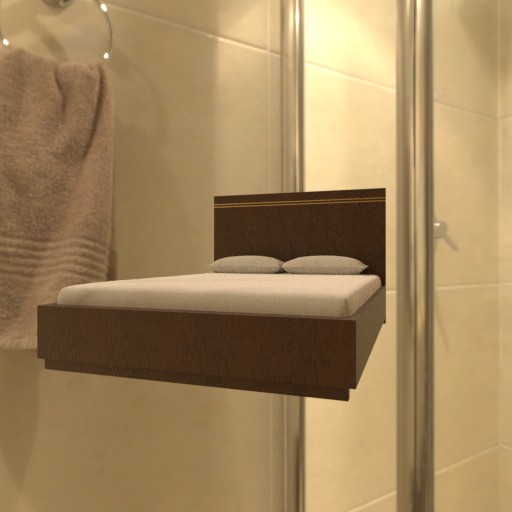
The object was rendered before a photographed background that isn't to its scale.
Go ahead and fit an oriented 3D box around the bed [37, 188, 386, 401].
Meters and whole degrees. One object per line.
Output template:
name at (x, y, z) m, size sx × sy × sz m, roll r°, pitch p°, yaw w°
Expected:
bed at (0.000, 0.000, 3.065) m, size 1.613 × 1.169 × 2.221 m, roll 0°, pitch 0°, yaw 19°
